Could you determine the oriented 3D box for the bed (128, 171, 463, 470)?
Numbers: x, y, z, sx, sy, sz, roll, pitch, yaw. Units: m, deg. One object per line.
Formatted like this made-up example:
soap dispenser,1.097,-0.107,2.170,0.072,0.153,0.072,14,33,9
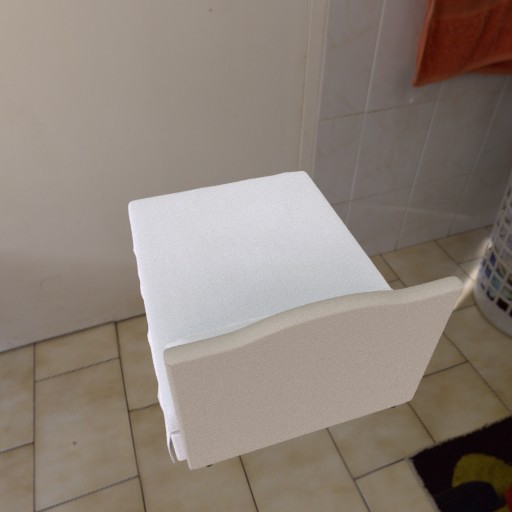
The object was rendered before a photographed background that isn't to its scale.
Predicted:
bed,0.000,0.000,3.601,1.977,1.437,2.477,-12,45,-13
